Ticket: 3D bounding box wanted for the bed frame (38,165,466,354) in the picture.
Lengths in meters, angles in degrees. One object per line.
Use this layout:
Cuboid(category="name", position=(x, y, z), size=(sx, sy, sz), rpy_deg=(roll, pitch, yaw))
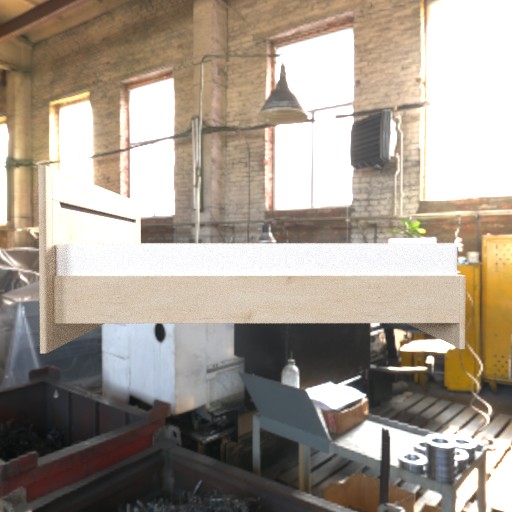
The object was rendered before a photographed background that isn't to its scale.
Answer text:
Cuboid(category="bed frame", position=(0.000, 0.000, 3.019), size=(2.080, 0.900, 1.800), rpy_deg=(0, 1, 0))
